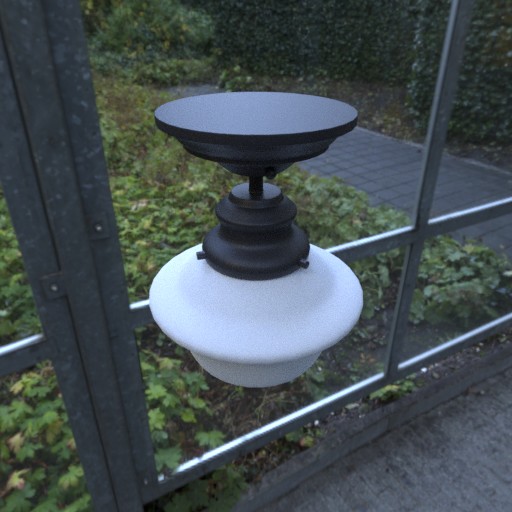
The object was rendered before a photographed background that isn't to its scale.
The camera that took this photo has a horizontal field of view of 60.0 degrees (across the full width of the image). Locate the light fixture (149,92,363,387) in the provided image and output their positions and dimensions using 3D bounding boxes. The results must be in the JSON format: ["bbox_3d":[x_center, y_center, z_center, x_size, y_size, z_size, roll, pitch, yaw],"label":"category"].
[{"bbox_3d":[0.000,0.000,0.396,0.197,0.254,0.197,0,30,0],"label":"light fixture"}]
